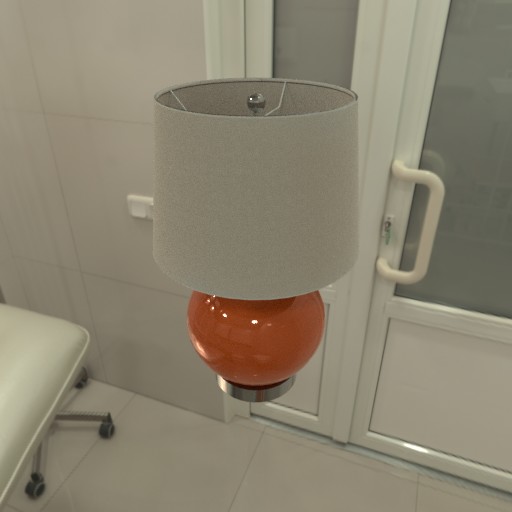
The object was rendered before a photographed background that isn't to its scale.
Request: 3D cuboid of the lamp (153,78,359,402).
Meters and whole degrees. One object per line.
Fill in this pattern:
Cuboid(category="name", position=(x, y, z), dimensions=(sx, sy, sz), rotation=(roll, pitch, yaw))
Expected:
Cuboid(category="lamp", position=(0.000, 0.000, 0.551), dimensions=(0.247, 0.387, 0.247), rotation=(0, 30, 0))
